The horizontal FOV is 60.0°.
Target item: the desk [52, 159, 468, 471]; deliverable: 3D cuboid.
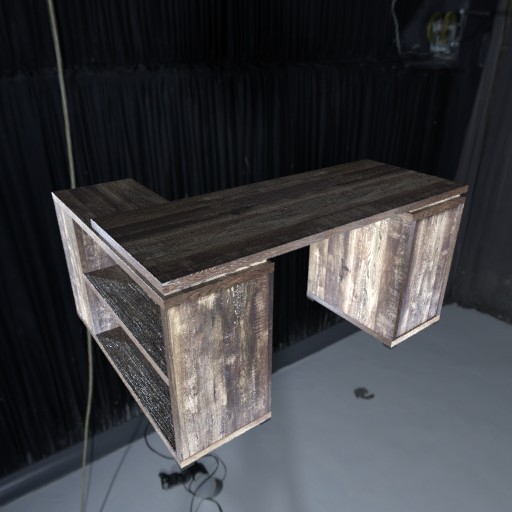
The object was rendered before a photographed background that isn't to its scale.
[{"bbox_3d":[0.000,0.000,2.217,1.524,0.753,1.200,-18,31,-32],"label":"desk"}]
